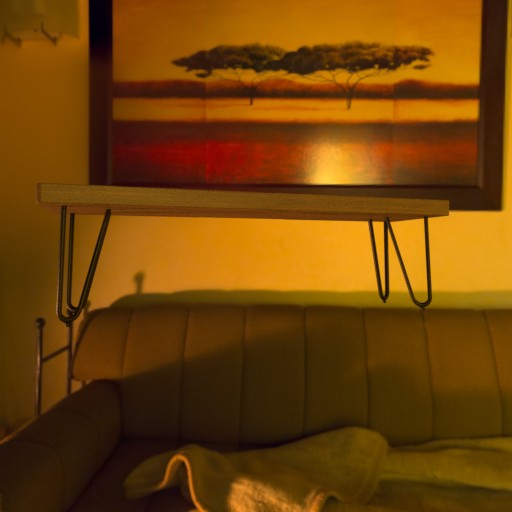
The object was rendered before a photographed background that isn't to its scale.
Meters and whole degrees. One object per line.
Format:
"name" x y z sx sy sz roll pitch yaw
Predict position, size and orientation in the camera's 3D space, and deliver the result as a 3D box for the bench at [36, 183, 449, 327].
"bench" 0.000 0.000 1.808 1.570 0.462 0.425 0 0 -17
